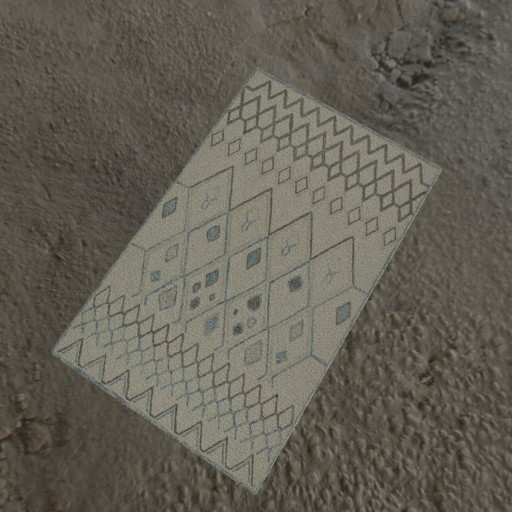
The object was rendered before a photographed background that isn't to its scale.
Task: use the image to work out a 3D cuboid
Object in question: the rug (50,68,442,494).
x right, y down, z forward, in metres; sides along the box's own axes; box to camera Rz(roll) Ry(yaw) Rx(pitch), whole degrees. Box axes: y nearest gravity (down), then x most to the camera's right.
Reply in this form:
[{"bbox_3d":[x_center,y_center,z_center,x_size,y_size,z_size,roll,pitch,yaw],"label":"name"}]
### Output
[{"bbox_3d":[0.000,0.000,2.928,1.524,0.015,2.439,31,78,7],"label":"rug"}]
